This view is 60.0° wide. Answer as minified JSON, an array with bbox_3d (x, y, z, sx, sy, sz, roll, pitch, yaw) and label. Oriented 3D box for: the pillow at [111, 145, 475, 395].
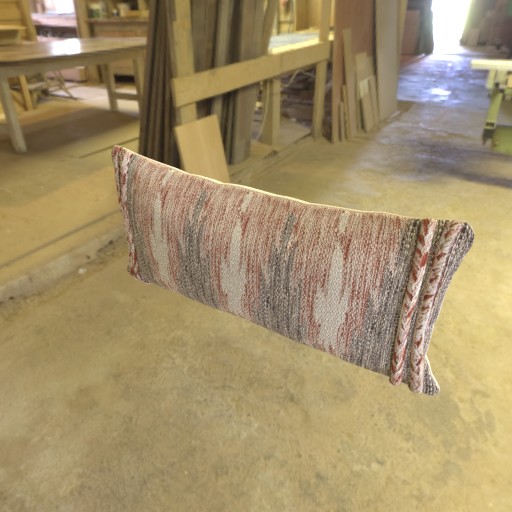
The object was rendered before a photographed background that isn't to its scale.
[{"bbox_3d":[0.000,0.000,0.729,0.635,0.282,0.139,18,35,27],"label":"pillow"}]
